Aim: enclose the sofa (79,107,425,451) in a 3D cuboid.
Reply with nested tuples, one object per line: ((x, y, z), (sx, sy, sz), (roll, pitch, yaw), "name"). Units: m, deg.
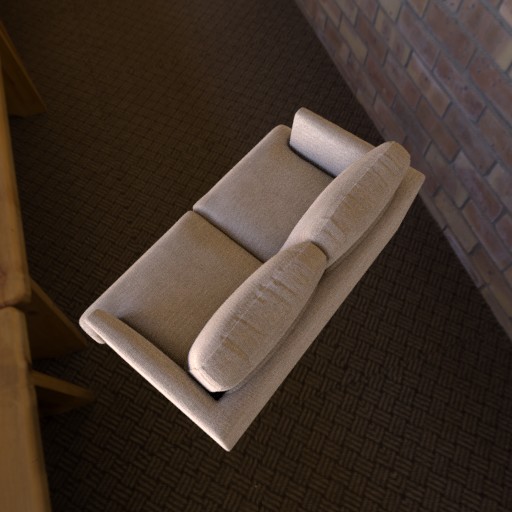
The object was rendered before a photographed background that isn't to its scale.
((0.000, 0.000, 2.208), (0.903, 0.944, 1.582), (35, 68, 17), "sofa")
